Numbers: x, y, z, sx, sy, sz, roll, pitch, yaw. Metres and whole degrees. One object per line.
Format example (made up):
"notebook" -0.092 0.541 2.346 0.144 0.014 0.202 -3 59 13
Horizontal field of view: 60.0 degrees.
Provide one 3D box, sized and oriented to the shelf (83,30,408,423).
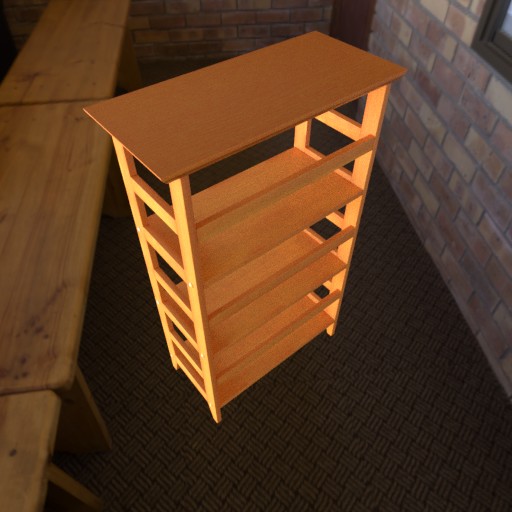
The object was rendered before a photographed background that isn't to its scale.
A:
"shelf" 0.000 0.000 1.351 0.660 1.067 0.305 -31 54 -26
